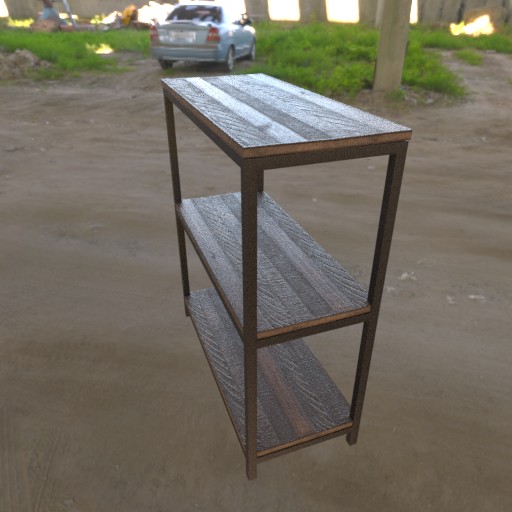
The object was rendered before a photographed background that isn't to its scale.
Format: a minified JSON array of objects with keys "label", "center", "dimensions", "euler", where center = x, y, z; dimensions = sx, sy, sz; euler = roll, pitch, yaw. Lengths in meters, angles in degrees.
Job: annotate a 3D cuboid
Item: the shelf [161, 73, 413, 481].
[{"label":"shelf","center":[0.000,0.000,1.389],"dimensions":[0.352,0.947,0.822],"euler":[-10,32,-18]}]
